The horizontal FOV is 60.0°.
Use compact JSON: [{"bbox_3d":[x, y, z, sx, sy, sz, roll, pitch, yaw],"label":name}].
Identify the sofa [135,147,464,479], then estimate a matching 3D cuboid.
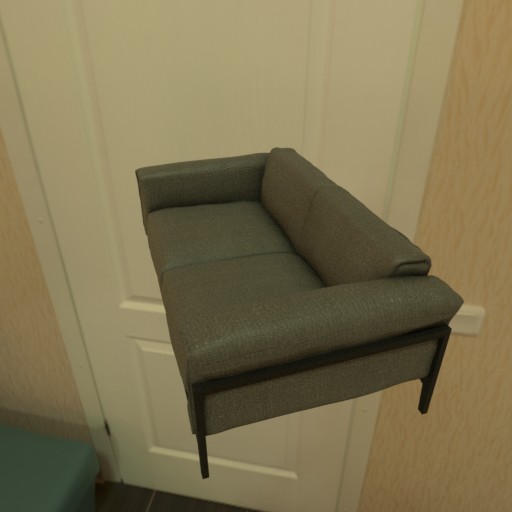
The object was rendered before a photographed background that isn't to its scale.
[{"bbox_3d":[0.000,0.000,2.154,0.960,0.656,1.690,-9,32,-15],"label":"sofa"}]
